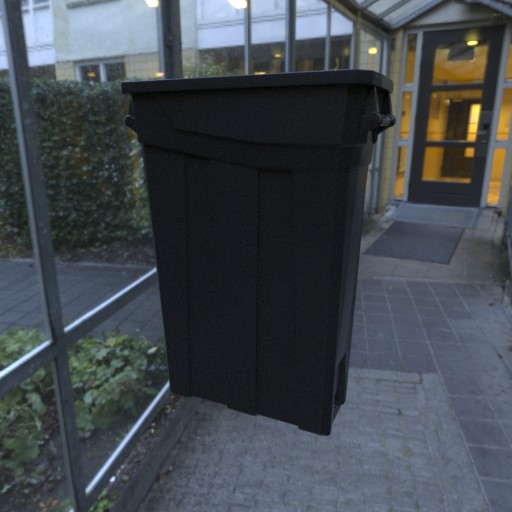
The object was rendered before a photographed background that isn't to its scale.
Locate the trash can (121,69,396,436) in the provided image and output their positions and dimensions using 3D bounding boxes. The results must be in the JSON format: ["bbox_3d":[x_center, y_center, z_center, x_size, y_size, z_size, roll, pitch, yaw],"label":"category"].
[{"bbox_3d":[0.000,0.000,1.043,0.559,0.762,0.281,7,17,24],"label":"trash can"}]
